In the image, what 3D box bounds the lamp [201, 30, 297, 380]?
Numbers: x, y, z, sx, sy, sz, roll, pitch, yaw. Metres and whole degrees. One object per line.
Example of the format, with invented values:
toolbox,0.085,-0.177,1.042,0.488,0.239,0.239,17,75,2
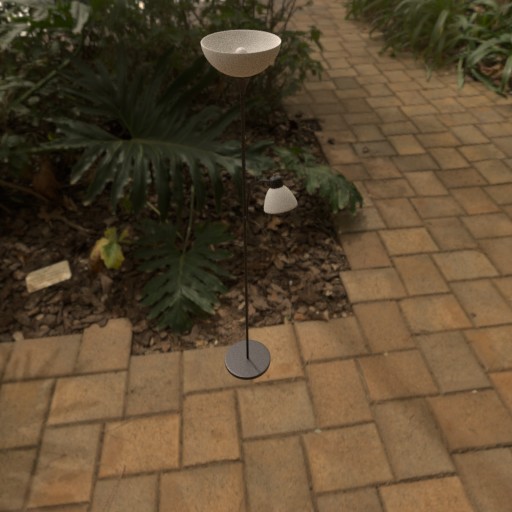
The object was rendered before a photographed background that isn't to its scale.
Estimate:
lamp,0.000,0.000,2.034,0.279,1.804,0.442,-26,47,-26
